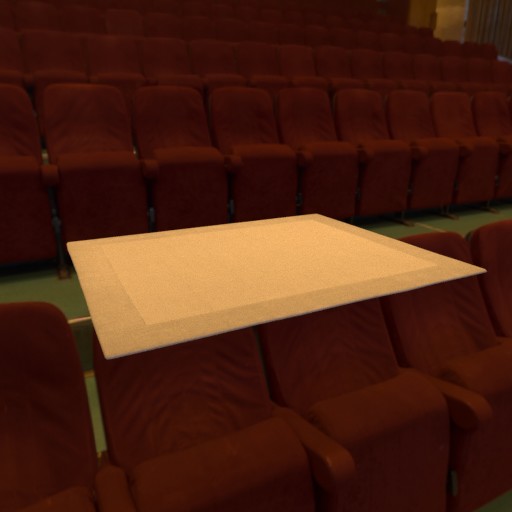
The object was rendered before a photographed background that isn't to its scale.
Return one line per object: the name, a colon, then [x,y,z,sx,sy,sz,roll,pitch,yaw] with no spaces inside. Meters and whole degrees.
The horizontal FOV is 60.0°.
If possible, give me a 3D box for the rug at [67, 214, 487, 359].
rug: [0.000,0.000,3.960,2.976,0.018,2.430,-9,20,-26]
